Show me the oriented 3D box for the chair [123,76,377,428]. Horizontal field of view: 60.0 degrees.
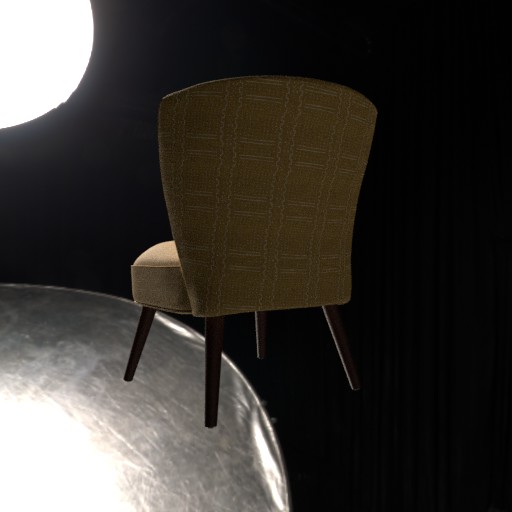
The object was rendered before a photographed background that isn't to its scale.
[{"bbox_3d":[0.000,0.000,1.404,0.706,0.866,0.758,0,0,-36],"label":"chair"}]
